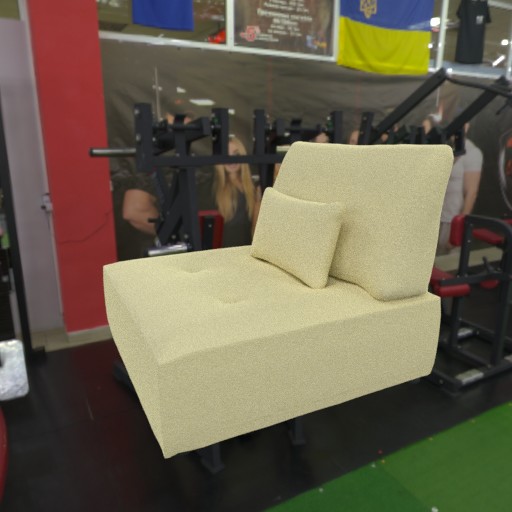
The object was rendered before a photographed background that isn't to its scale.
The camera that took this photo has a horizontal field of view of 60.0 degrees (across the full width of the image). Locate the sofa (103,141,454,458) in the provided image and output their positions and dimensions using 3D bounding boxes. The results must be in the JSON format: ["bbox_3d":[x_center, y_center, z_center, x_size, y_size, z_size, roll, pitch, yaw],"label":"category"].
[{"bbox_3d":[0.000,0.000,1.670,1.000,0.820,0.930,-8,17,-26],"label":"sofa"}]
